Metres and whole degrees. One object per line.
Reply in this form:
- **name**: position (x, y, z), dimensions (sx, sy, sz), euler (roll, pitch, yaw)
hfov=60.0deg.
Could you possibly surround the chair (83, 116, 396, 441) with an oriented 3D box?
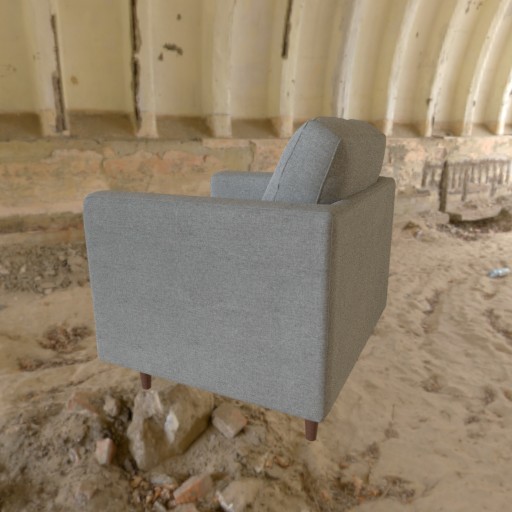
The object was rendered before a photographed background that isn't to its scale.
- **chair**: position (0.000, 0.000, 1.562), dimensions (0.800, 0.927, 0.855), euler (8, 18, 25)
